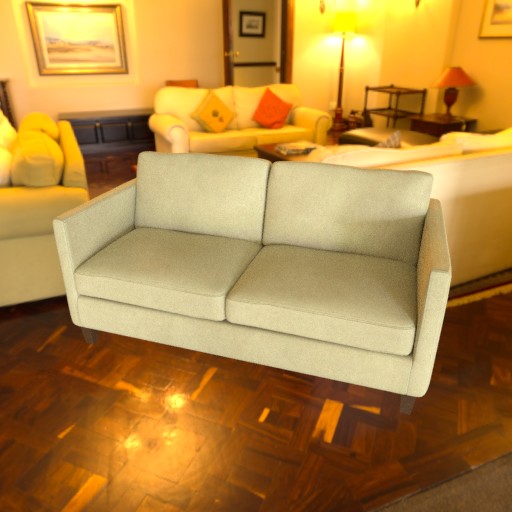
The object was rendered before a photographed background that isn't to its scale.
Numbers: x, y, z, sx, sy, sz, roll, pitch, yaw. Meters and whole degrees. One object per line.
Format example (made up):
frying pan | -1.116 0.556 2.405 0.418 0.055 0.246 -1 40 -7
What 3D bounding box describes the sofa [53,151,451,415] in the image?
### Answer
sofa | 0.000 0.000 2.393 1.846 0.940 0.950 8 27 16
